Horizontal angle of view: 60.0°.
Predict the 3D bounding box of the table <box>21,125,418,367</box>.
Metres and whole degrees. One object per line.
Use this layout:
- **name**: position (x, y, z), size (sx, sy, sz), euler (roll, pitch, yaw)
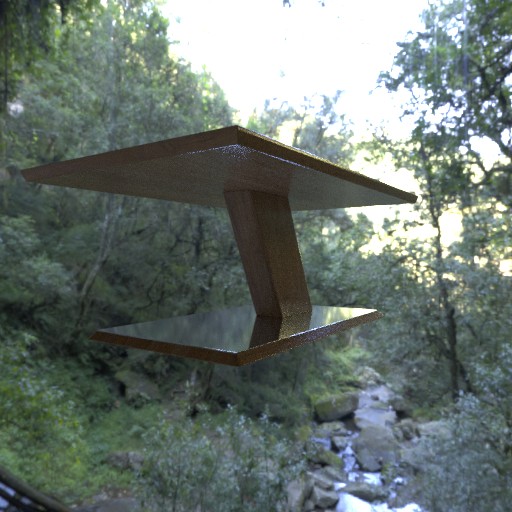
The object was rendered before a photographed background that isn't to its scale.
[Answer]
- **table**: position (0.000, 0.000, 1.380), size (0.692, 0.441, 1.100), euler (0, 0, 35)
